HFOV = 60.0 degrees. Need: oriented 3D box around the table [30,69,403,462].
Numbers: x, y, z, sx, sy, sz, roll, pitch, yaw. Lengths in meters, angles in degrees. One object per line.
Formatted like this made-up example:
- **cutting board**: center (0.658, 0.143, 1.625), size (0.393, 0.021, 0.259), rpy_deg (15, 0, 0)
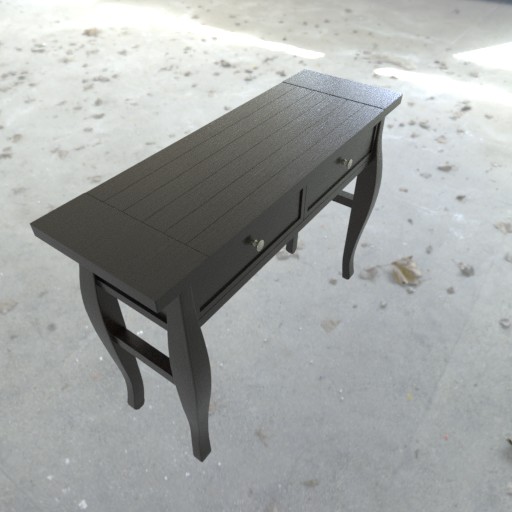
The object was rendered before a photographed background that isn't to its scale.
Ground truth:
- **table**: center (0.000, 0.000, 1.390), size (0.373, 0.768, 1.062), rpy_deg (26, 48, 26)
